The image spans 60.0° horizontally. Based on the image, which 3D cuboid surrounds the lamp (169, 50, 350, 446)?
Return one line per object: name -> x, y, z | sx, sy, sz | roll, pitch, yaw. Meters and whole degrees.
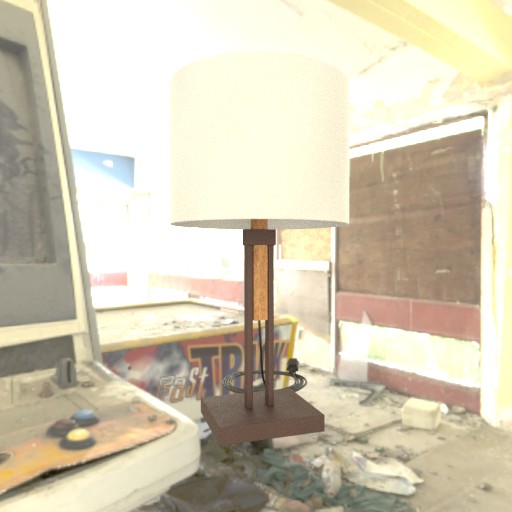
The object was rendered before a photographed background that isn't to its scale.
lamp -> 0.000, 0.000, 0.981 | 0.396, 0.668, 0.525 | 0, 1, -18
